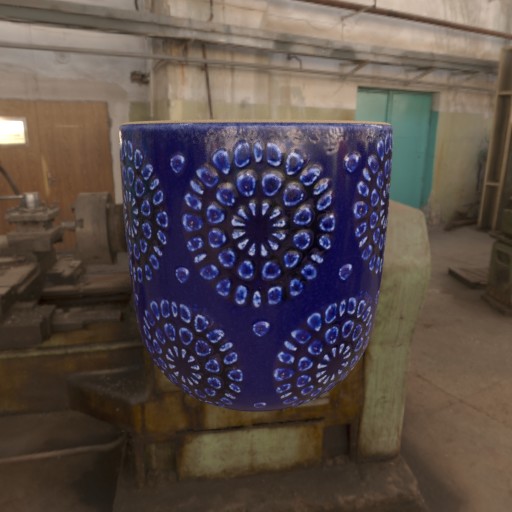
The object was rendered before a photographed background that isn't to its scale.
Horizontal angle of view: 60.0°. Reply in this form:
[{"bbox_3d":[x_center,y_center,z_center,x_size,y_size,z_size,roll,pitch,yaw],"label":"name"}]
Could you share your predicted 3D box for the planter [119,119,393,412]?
[{"bbox_3d":[0.000,0.000,0.196,0.109,0.112,0.109,0,15,0],"label":"planter"}]
